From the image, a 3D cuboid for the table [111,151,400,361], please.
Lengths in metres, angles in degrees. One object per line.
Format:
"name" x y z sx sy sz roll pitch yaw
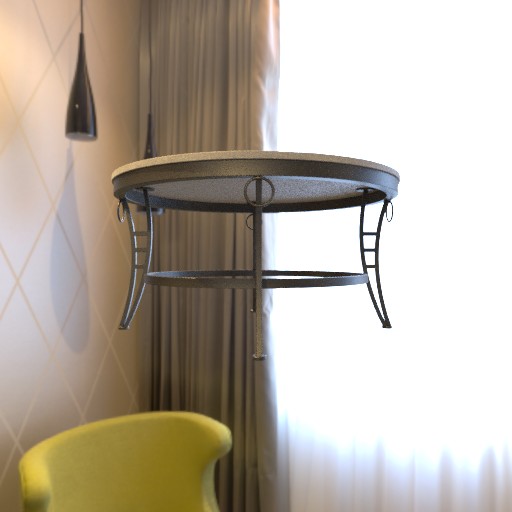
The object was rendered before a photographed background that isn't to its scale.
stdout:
"table" 0.000 0.000 1.434 0.889 0.470 0.889 0 0 0
